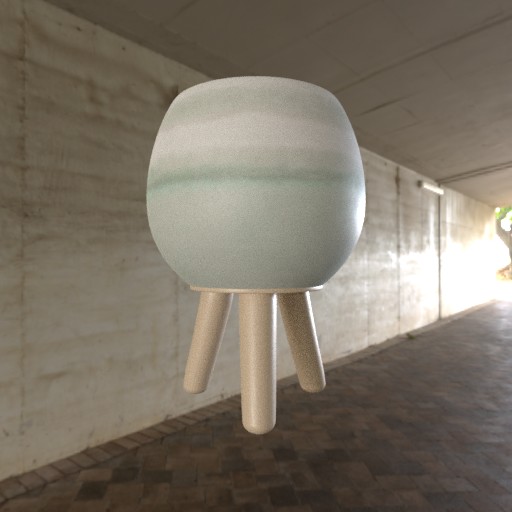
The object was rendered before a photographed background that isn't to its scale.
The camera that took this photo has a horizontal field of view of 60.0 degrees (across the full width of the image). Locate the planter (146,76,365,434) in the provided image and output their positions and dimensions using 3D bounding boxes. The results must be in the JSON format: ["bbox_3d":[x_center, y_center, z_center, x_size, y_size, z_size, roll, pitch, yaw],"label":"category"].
[{"bbox_3d":[0.000,0.000,0.336,0.161,0.224,0.161,0,0,0],"label":"planter"}]
